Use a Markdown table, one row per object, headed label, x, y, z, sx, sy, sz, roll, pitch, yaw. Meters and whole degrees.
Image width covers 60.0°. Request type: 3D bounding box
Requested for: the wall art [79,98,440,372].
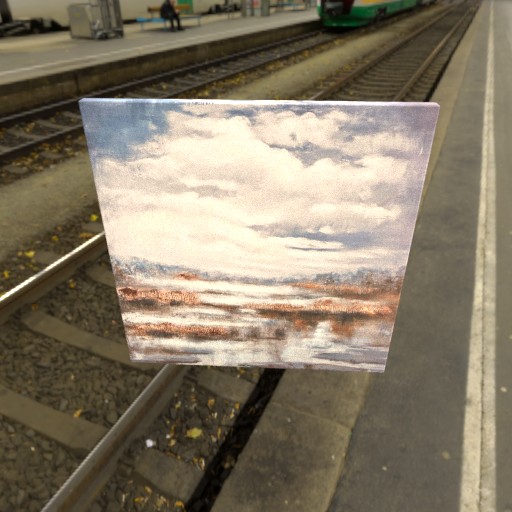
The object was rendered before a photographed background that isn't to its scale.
| label | x | y | z | sx | sy | sz | roll | pitch | yaw |
| --- | --- | --- | --- | --- | --- | --- | --- | --- | --- |
| wall art | 0.000 | 0.000 | 1.333 | 0.888 | 0.897 | 0.035 | 2 | 32 | 3 |
